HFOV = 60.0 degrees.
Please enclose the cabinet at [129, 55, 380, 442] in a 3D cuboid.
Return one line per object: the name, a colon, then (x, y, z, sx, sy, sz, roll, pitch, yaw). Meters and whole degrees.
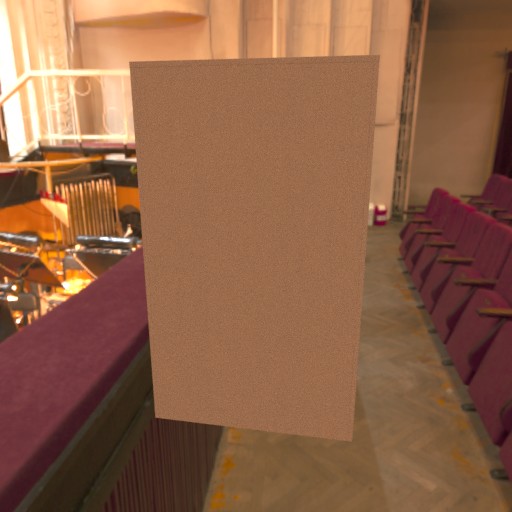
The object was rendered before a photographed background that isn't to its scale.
cabinet: (0.000, 0.000, 1.598, 0.750, 1.280, 0.250, 3, 17, 10)
